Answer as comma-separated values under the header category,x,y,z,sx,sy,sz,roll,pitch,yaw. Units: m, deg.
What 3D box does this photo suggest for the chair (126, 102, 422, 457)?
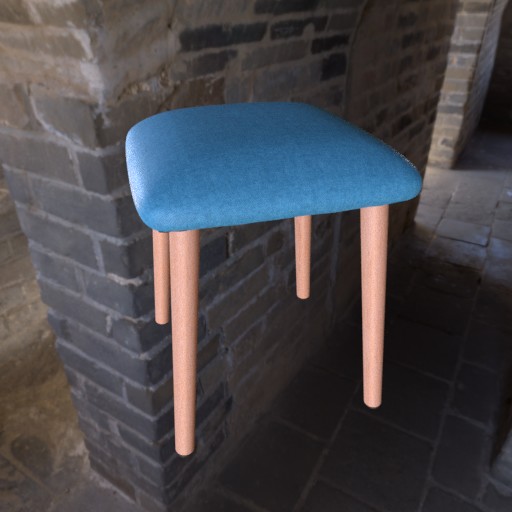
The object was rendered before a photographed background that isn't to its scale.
category,x,y,z,sx,sy,sz,roll,pitch,yaw
chair,0.000,0.000,0.725,0.360,0.450,0.360,-9,32,-14
